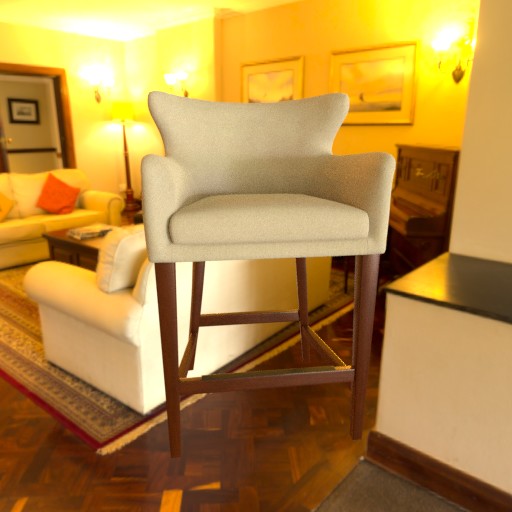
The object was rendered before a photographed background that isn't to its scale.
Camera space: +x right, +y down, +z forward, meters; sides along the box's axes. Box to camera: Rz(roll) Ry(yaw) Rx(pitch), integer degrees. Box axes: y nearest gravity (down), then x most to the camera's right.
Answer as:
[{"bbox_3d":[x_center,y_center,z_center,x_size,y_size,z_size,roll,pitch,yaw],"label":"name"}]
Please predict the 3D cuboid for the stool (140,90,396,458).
[{"bbox_3d":[0.000,0.000,1.337,0.601,0.951,0.570,-2,16,-8],"label":"stool"}]
